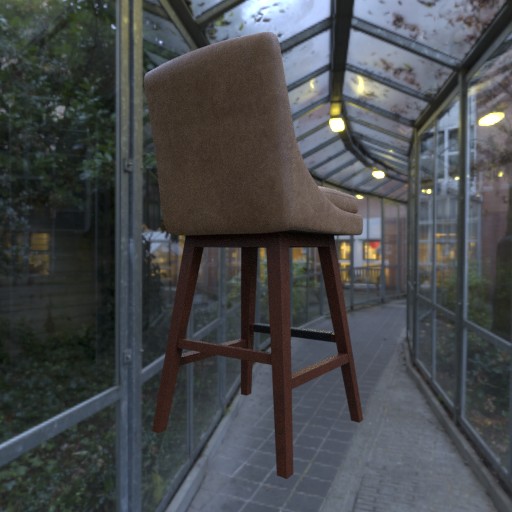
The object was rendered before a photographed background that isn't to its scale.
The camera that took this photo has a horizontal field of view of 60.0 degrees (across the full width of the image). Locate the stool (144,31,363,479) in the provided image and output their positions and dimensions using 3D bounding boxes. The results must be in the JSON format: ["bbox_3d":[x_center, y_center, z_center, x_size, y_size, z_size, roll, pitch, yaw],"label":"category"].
[{"bbox_3d":[0.000,0.000,1.379,0.487,1.079,0.572,0,1,36],"label":"stool"}]
